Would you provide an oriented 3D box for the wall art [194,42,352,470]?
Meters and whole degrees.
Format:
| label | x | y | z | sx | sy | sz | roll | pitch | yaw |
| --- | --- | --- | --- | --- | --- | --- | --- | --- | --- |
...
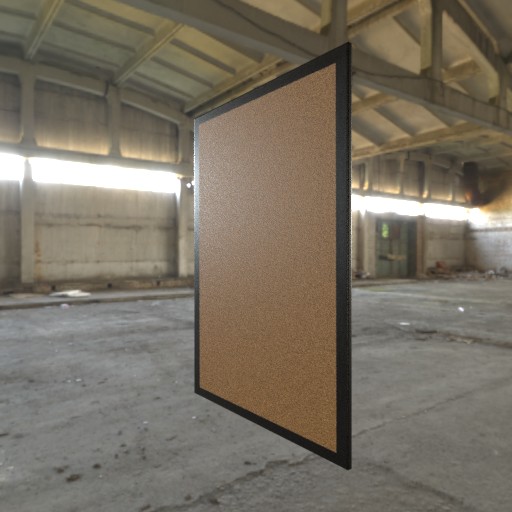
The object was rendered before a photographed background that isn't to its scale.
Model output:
| label | x | y | z | sx | sy | sz | roll | pitch | yaw |
| --- | --- | --- | --- | --- | --- | --- | --- | --- | --- |
| wall art | 0.000 | 0.000 | 1.286 | 0.013 | 0.967 | 0.707 | 0 | 0 | -37 |
